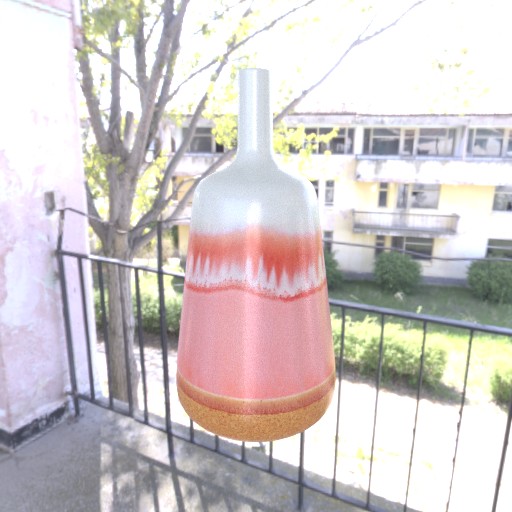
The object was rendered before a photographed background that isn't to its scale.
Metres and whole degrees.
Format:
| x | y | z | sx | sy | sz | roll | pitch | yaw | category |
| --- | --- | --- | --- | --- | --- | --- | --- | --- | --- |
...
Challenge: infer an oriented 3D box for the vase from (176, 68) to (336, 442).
| x | y | z | sx | sy | sz | roll | pitch | yaw | category |
| --- | --- | --- | --- | --- | --- | --- | --- | --- | --- |
| 0.000 | 0.000 | 0.380 | 0.144 | 0.296 | 0.144 | 0 | 14 | 0 | vase |
